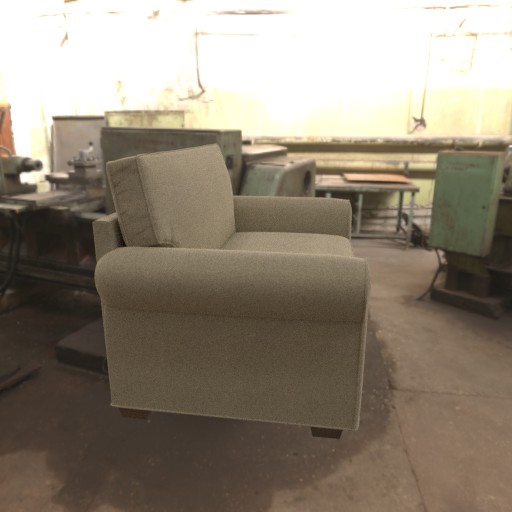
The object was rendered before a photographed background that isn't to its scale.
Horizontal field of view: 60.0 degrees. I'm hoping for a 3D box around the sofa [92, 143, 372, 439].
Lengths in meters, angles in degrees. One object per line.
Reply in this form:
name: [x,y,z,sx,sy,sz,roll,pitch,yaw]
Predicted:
sofa: [0.000,0.000,2.088,0.936,0.991,1.405,2,16,8]
